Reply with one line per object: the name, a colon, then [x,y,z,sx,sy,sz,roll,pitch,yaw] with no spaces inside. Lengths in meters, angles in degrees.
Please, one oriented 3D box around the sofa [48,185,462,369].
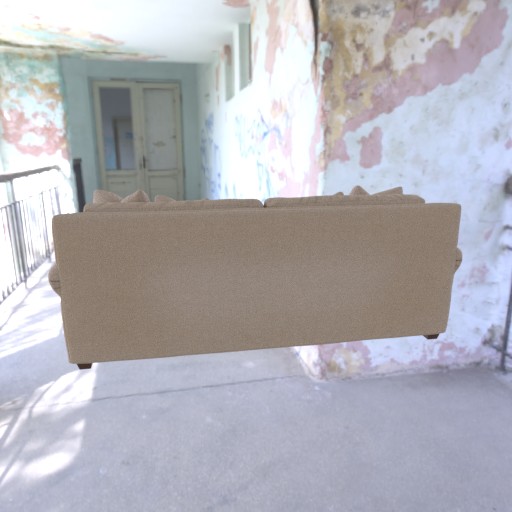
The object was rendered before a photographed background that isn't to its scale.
sofa: [0.000,0.000,2.861,2.285,0.904,1.067,-3,15,-10]
